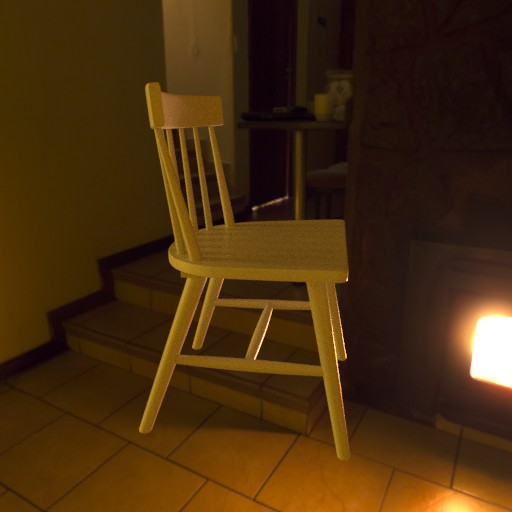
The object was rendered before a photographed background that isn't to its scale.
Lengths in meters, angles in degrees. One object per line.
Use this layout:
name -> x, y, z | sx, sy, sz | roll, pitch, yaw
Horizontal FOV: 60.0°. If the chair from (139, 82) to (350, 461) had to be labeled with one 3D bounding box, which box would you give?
chair -> 0.000, 0.000, 1.120 | 0.500, 0.787, 0.483 | 3, 17, 10
